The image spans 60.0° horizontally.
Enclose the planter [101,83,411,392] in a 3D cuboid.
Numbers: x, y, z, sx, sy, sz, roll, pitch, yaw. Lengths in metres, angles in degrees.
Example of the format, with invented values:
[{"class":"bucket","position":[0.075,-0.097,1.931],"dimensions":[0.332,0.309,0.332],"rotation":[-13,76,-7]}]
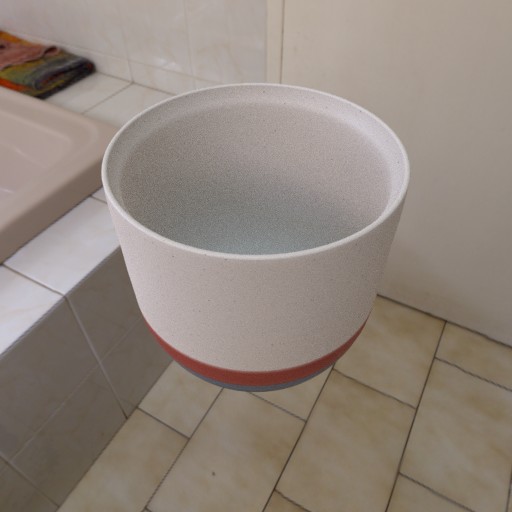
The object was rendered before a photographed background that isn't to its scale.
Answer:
[{"class":"planter","position":[0.000,0.000,0.487],"dimensions":[0.268,0.270,0.268],"rotation":[0,46,0]}]
